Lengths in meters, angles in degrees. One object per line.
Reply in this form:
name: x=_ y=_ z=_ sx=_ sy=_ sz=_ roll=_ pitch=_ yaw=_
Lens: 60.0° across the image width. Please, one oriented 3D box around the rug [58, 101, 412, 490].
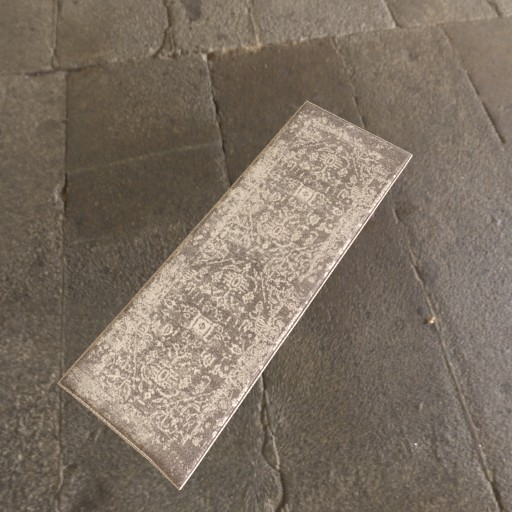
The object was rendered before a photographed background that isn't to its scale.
rug: x=0.000 y=0.000 z=2.658 sx=0.855 sy=0.017 sz=2.452 roll=33 pitch=69 yaw=15
